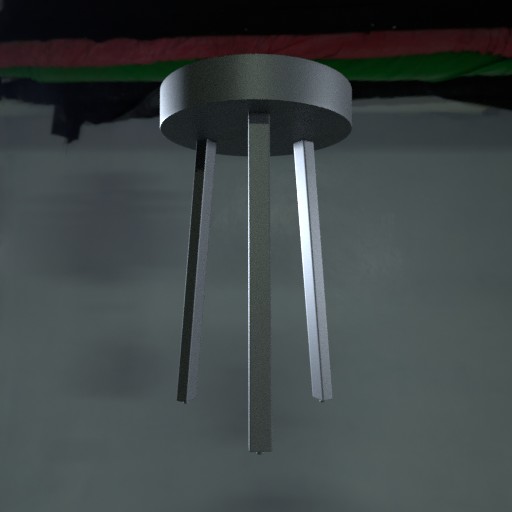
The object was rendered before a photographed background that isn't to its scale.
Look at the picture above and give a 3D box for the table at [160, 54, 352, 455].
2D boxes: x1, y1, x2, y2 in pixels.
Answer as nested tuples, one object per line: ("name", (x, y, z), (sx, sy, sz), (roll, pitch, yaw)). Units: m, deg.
("table", (0.000, 0.000, 0.956), (0.406, 0.686, 0.406), (0, -1, -1))
